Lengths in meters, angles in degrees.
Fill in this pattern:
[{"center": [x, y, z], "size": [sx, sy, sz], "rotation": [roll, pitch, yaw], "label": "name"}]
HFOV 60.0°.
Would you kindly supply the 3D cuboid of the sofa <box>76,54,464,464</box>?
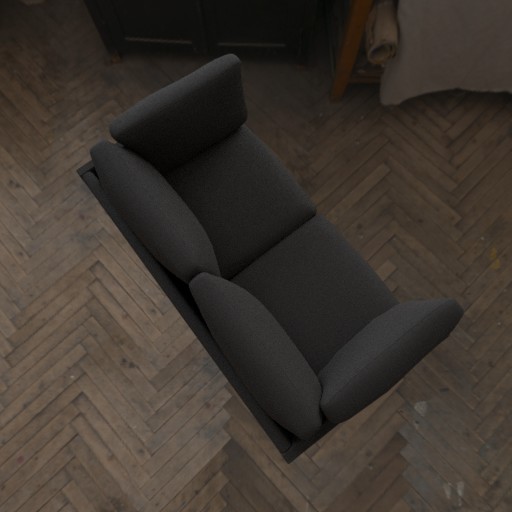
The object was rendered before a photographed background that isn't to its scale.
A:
[{"center": [0.000, 0.000, 2.324], "size": [0.969, 0.920, 1.751], "rotation": [-36, 77, -9], "label": "sofa"}]
